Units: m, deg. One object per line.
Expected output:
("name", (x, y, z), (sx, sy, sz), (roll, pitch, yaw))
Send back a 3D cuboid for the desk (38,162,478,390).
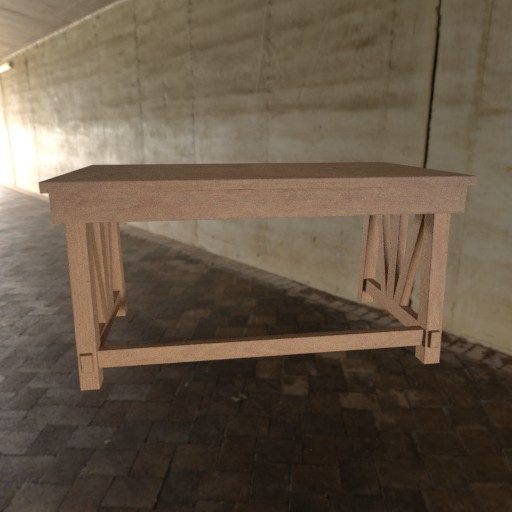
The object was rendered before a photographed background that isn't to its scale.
("desk", (0.000, 0.000, 1.984), (1.499, 0.762, 0.813), (-2, 16, -8))
